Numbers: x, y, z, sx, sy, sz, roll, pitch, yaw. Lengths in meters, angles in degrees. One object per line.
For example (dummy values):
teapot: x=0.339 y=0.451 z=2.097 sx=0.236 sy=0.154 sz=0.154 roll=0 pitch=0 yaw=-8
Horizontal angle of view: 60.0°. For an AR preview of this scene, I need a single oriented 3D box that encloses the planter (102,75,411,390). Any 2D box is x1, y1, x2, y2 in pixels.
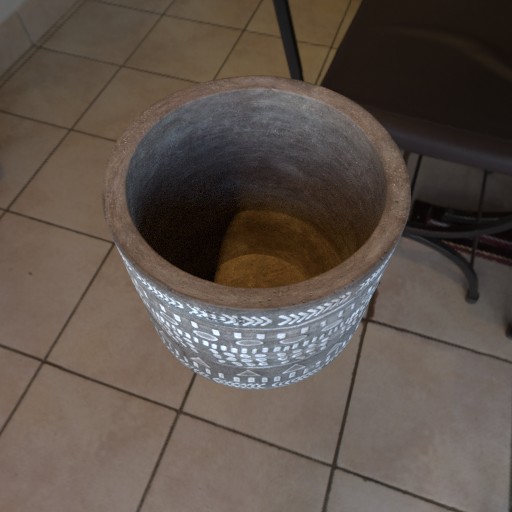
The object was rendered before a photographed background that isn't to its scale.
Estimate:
planter: x=0.000 y=0.000 z=0.267 sx=0.142 sy=0.149 sz=0.142 roll=0 pitch=58 yaw=0
